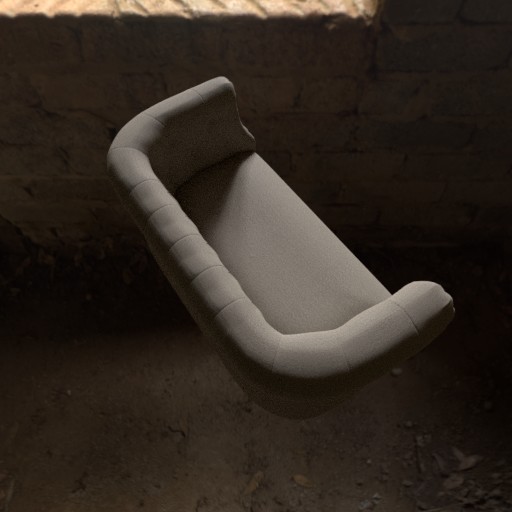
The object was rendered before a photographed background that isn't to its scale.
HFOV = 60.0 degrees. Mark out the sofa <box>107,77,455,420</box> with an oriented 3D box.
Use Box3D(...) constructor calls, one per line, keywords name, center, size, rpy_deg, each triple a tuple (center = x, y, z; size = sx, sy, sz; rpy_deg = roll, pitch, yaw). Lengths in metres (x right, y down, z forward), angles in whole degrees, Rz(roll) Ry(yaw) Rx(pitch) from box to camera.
Box3D(name="sofa", center=(0.000, 0.000, 2.045), size=(0.835, 0.827, 1.558), rpy_deg=(-30, 62, -18))
